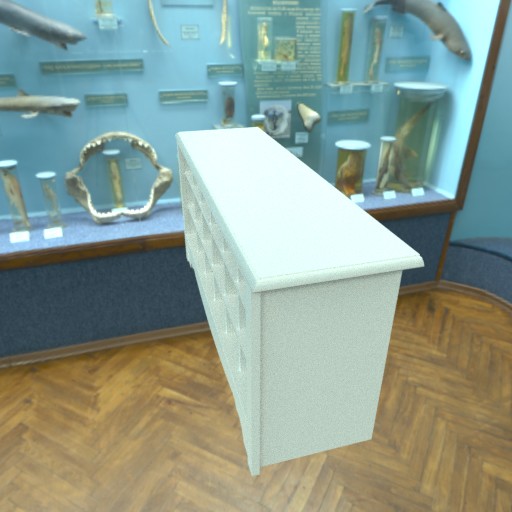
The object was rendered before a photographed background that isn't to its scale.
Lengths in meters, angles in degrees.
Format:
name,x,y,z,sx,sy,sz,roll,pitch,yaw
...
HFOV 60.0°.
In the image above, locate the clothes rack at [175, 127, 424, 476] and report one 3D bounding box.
name,x,y,z,sx,sy,sz,roll,pitch,yaw
clothes rack,0.000,0.000,1.365,0.324,0.531,1.120,-8,30,-14
